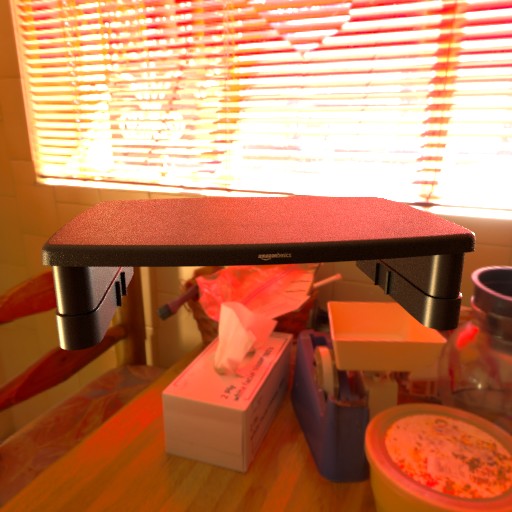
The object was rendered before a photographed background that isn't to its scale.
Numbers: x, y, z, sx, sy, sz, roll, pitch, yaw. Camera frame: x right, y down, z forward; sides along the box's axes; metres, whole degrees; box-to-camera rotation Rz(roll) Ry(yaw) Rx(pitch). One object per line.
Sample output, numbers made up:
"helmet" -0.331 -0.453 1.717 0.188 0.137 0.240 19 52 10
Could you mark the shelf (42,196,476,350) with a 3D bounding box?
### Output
"shelf" 0.000 0.000 0.518 0.410 0.100 0.280 -2 16 -6
